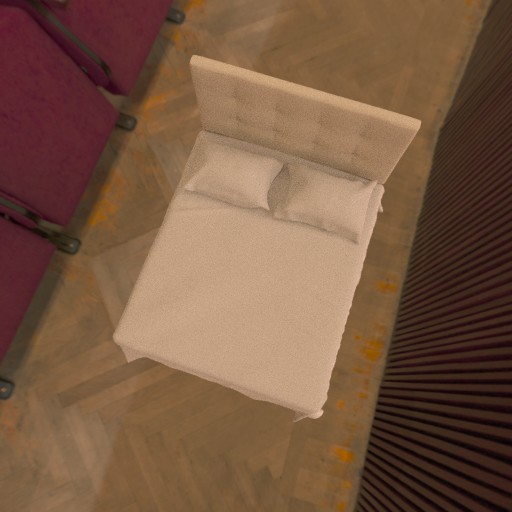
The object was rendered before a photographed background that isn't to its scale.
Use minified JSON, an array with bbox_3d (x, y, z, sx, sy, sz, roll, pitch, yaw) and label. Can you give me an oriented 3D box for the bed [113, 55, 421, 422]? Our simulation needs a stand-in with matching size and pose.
[{"bbox_3d":[0.000,0.000,3.474,1.936,1.577,2.222,18,75,5],"label":"bed"}]
